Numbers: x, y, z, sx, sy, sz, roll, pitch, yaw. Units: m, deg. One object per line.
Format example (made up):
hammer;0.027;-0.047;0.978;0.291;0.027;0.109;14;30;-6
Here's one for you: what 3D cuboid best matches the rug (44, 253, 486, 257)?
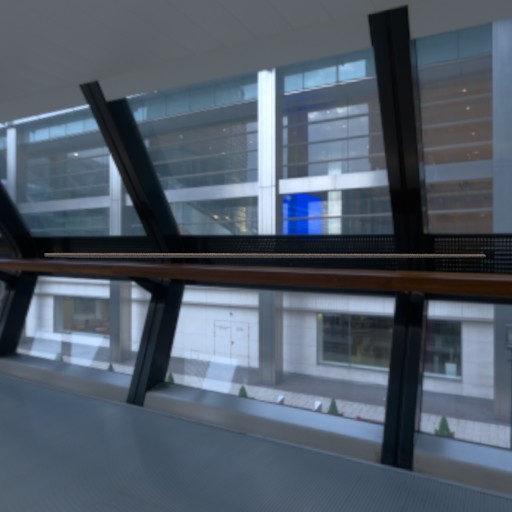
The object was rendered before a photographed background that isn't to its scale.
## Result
rug;0.000;0.000;2.098;1.677;0.011;1.066;0;0;-17
